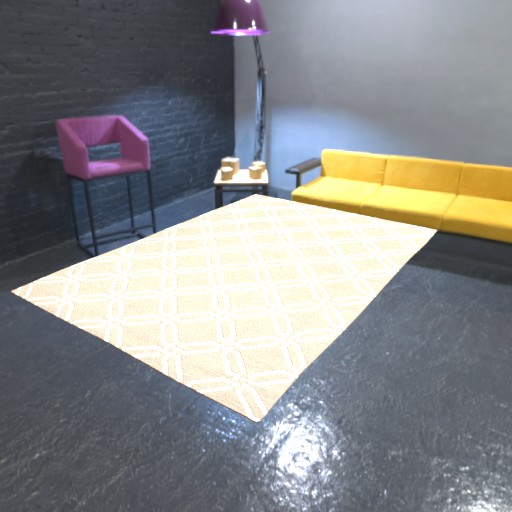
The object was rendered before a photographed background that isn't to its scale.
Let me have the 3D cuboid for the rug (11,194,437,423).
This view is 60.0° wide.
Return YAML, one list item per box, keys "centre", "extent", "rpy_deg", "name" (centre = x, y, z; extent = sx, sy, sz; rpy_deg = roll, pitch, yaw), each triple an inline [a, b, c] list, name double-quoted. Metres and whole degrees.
- centre: [0.000, 0.000, 2.603]
  extent: [1.524, 0.013, 2.135]
  rpy_deg: [16, 29, 32]
  name: "rug"
